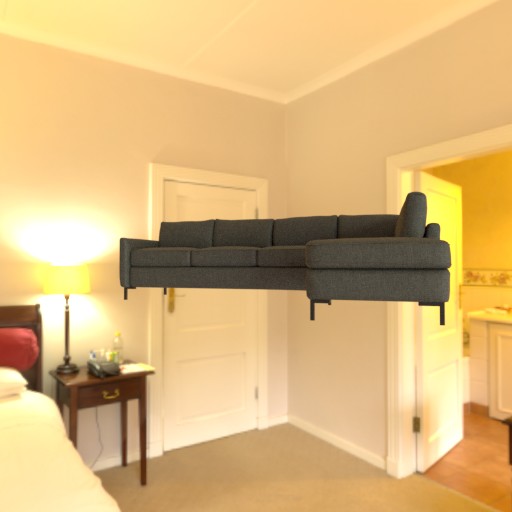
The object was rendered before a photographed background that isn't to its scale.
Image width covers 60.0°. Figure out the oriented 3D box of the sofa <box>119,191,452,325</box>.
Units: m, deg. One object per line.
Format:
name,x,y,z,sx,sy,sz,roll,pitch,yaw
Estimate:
sofa,0.000,0.000,3.892,2.972,0.858,1.984,0,-1,18
